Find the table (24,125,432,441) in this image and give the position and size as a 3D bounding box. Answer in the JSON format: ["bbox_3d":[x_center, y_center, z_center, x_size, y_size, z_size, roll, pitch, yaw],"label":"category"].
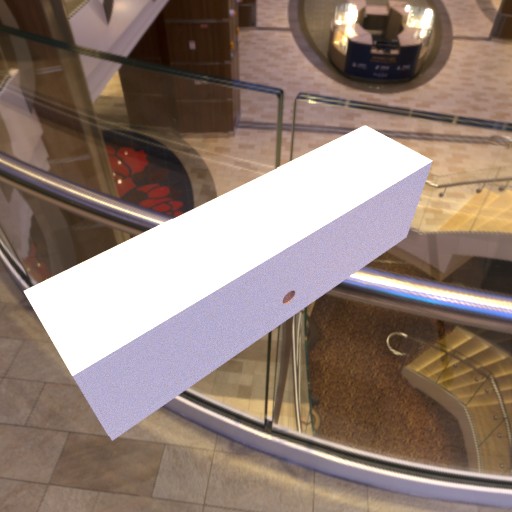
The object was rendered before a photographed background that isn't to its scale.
[{"bbox_3d":[0.000,0.000,1.754,1.550,0.440,0.400,-30,53,-26],"label":"table"}]
